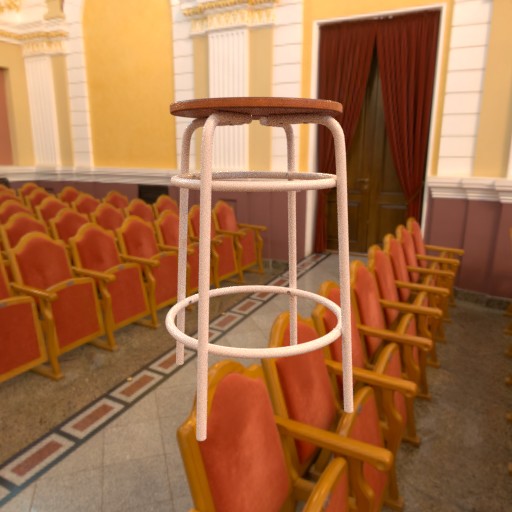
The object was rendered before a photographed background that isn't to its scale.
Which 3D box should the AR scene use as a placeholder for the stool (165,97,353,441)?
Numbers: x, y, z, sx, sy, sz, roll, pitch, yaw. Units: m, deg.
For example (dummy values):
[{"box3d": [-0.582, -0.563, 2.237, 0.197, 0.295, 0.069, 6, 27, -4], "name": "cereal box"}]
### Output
[{"box3d": [0.000, 0.000, 0.947, 0.455, 0.610, 0.455, 7, 16, 27], "name": "stool"}]
